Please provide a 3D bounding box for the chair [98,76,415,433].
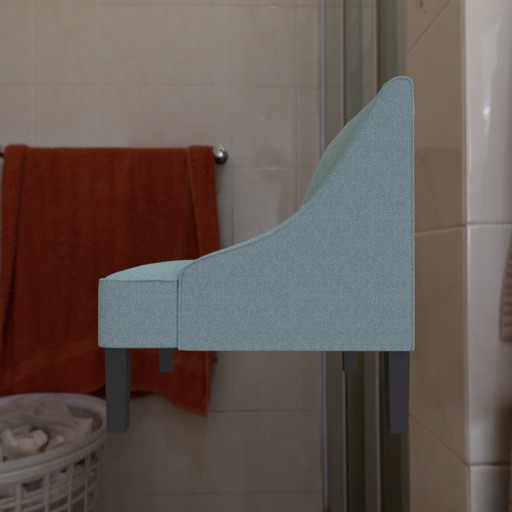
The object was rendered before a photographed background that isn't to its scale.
[{"bbox_3d":[0.000,0.000,1.818,1.025,1.133,0.857,0,0,0],"label":"chair"}]
